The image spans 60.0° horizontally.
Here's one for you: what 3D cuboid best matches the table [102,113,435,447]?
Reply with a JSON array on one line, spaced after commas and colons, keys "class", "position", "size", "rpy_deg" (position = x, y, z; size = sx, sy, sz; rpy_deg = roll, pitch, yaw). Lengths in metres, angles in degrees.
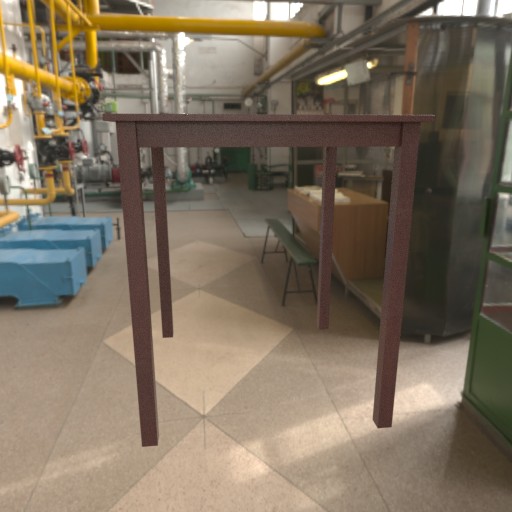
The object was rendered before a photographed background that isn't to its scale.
[{"class": "table", "position": [0.000, 0.000, 1.680], "size": [0.861, 0.991, 0.861], "rpy_deg": [-2, 16, -7]}]
